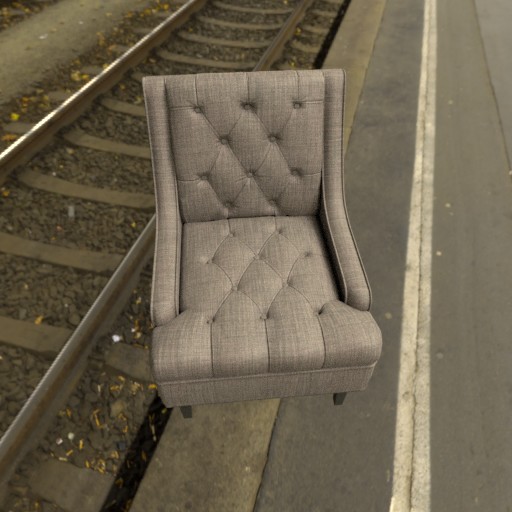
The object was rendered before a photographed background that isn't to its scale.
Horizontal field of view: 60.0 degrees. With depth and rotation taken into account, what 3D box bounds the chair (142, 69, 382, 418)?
[{"bbox_3d":[0.000,0.000,1.428,0.655,0.891,0.771,-4,46,-4],"label":"chair"}]
